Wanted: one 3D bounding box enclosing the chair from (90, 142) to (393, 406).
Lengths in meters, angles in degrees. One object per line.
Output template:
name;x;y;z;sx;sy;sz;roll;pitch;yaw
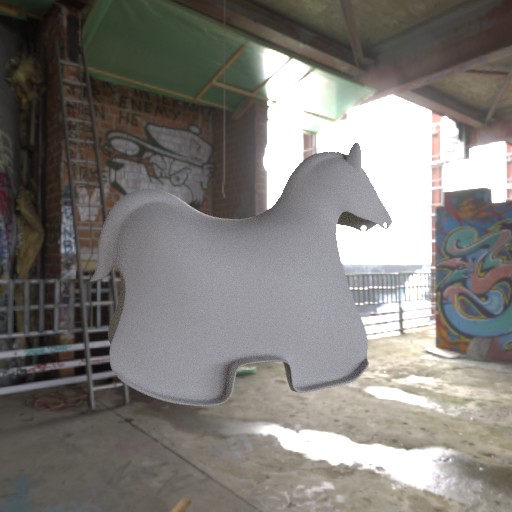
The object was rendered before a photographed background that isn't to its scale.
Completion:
chair;0.000;0.000;1.142;0.800;0.612;0.429;0;-1;-19
